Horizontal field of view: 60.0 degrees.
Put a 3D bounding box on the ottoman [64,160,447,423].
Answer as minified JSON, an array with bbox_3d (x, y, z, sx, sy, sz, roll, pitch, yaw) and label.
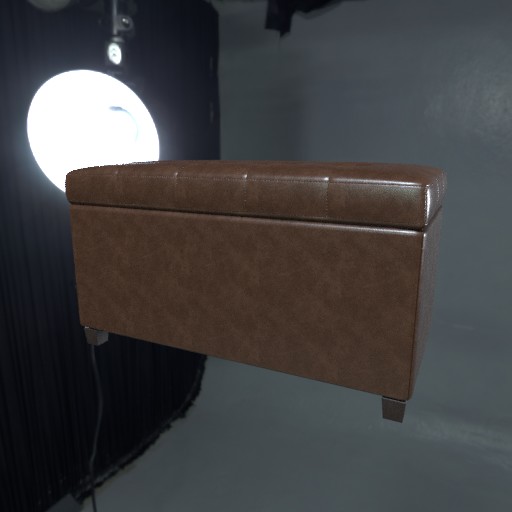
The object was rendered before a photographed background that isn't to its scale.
[{"bbox_3d":[0.000,0.000,1.121,0.838,0.470,0.432,7,15,25],"label":"ottoman"}]
